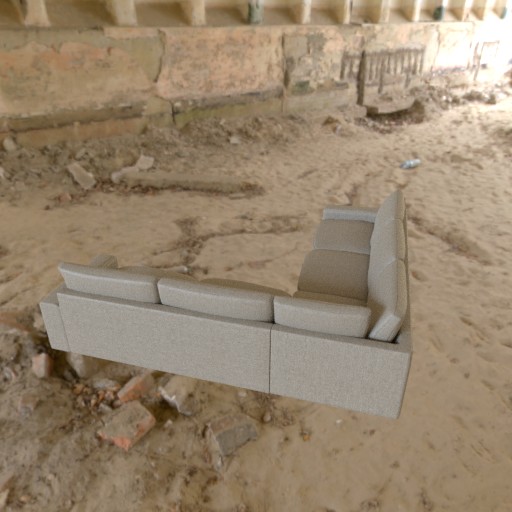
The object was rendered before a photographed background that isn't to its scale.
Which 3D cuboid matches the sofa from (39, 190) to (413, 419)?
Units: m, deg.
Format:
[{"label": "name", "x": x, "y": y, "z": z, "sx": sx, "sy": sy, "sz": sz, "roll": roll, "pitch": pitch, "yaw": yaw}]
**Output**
[{"label": "sofa", "x": 0.000, "y": 0.000, "z": 4.225, "sx": 2.742, "sy": 0.800, "sz": 2.622, "roll": 8, "pitch": 29, "yaw": 14}]
